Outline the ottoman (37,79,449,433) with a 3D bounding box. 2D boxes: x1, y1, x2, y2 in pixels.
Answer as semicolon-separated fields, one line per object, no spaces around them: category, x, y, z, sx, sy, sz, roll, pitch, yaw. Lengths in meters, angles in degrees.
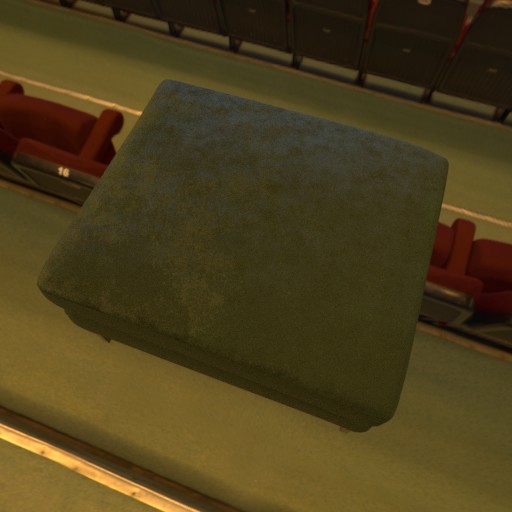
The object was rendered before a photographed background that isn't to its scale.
ottoman;0.000;0.000;1.251;0.839;0.538;0.701;18;65;9
